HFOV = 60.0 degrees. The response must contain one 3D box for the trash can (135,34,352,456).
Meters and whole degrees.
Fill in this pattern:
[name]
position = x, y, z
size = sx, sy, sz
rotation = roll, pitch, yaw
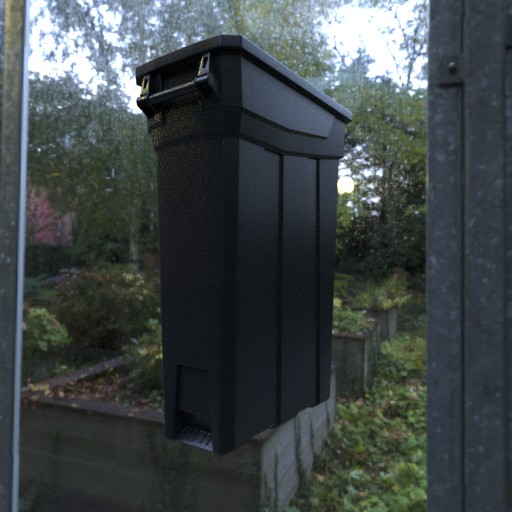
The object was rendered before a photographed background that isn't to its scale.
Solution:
[trash can]
position = 0.000, 0.000, 1.046
size = 0.281, 0.762, 0.559
rotation = -1, -2, 35
